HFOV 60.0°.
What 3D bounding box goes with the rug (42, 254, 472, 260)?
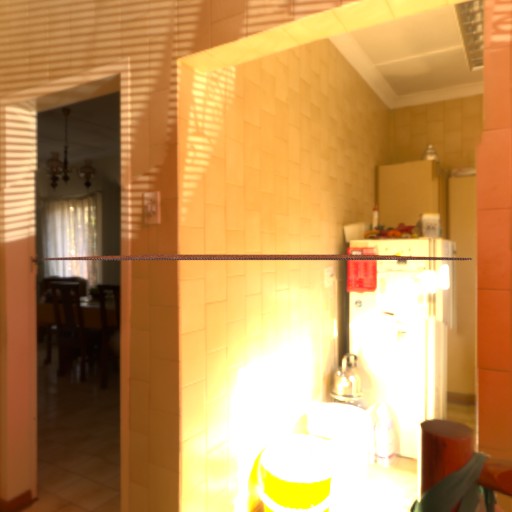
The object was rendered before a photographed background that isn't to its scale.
[{"bbox_3d":[0.000,0.000,4.046,2.456,0.021,3.068,0,1,0],"label":"rug"}]
